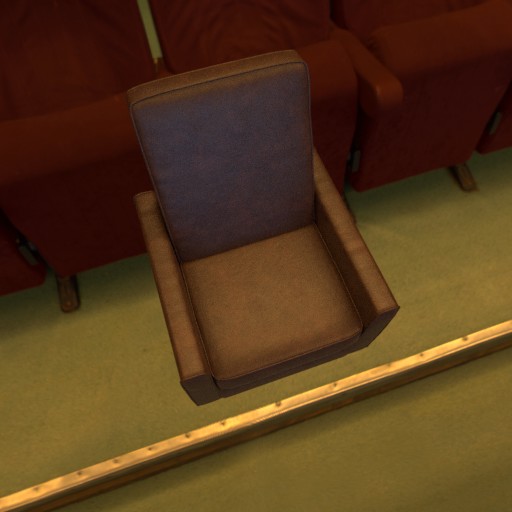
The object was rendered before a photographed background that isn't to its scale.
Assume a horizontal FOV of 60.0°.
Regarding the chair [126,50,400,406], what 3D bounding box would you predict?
[{"bbox_3d":[0.000,0.000,1.521,0.705,1.013,0.746,-17,65,-8],"label":"chair"}]
